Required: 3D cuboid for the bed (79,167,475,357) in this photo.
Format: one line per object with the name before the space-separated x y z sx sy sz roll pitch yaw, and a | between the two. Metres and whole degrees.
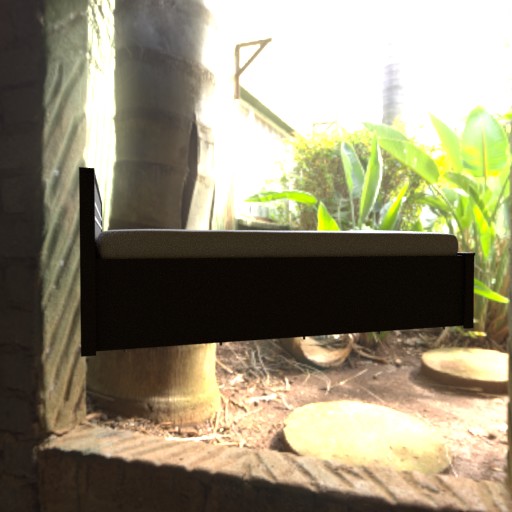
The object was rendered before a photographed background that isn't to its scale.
bed | 0.000 0.000 2.983 2.103 0.808 1.634 0 2 -18
